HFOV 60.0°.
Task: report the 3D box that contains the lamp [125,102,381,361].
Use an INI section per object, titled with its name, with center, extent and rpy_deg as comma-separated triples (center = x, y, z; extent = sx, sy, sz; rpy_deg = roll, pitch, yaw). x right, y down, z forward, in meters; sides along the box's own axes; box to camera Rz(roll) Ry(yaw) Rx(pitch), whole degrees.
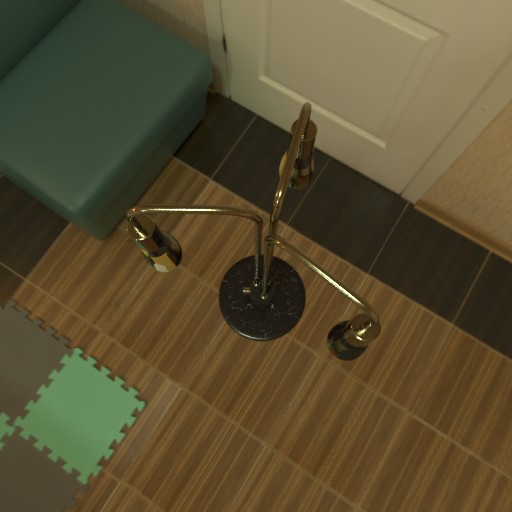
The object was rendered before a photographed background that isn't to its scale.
[lamp]
center = 0.000, 0.000, 0.804
extent = 0.368, 0.560, 0.355
rpy_deg = 4, 75, 1
